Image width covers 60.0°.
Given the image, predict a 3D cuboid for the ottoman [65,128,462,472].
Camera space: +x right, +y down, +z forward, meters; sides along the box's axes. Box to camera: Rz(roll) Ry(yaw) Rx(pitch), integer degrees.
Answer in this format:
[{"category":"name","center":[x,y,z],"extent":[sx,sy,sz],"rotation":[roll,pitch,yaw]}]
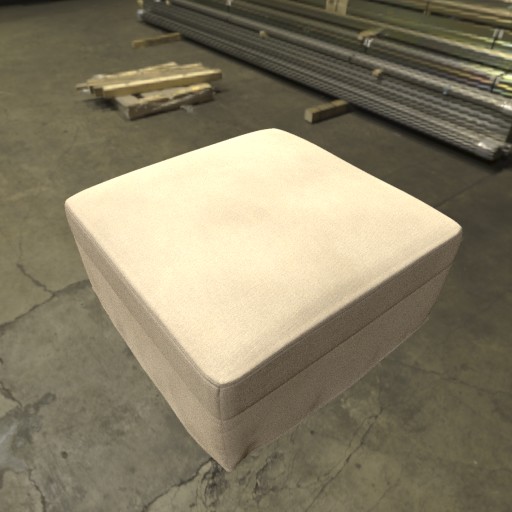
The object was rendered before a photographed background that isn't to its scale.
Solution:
[{"category":"ottoman","center":[0.000,0.000,1.356],"extent":[0.843,0.441,0.842],"rotation":[-27,47,-28]}]
